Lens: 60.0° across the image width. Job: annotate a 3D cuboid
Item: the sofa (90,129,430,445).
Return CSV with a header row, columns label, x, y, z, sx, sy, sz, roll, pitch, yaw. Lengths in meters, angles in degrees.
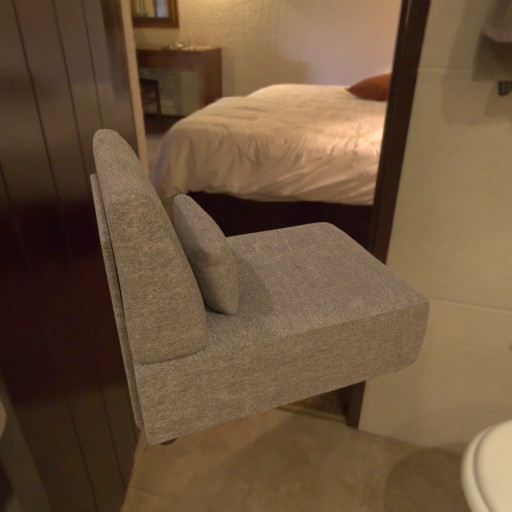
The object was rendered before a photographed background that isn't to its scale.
label,x,y,z,sx,sy,sz,roll,pitch,yaw
sofa,0.000,0.000,1.568,1.000,0.820,0.700,-10,31,-18
